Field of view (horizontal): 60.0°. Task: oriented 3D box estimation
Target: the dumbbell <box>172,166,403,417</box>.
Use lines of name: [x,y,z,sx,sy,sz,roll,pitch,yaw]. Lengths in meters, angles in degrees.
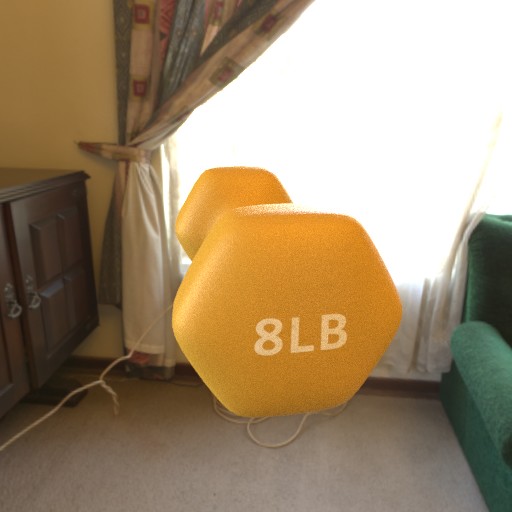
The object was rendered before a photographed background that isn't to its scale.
dumbbell: [0.000,0.000,0.244,0.090,0.082,0.190,-3,17,-8]
